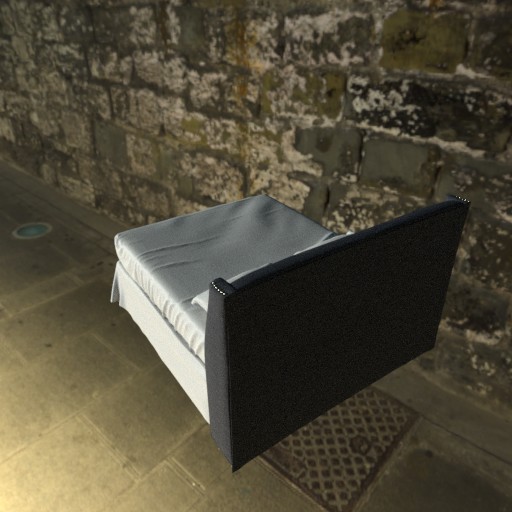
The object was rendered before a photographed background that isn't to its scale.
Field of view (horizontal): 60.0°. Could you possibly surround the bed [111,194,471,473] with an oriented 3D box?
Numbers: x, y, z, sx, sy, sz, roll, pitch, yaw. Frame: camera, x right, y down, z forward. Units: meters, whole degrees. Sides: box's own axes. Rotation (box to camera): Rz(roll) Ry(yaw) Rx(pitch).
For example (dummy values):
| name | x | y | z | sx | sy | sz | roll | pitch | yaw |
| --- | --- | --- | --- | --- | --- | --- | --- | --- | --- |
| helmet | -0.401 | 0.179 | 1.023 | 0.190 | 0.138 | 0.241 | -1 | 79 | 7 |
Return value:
| name | x | y | z | sx | sy | sz | roll | pitch | yaw |
| --- | --- | --- | --- | --- | --- | --- | --- | --- | --- |
| bed | 0.000 | 0.000 | 3.563 | 1.925 | 1.332 | 2.276 | -19 | 35 | -29 |
